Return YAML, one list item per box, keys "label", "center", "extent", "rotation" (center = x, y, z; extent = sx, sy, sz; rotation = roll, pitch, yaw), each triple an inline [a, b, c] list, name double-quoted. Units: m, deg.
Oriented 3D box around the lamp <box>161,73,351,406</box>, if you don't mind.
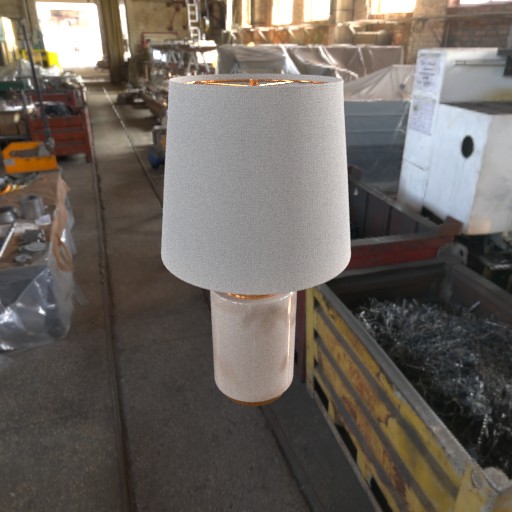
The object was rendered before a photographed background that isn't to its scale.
- label: "lamp"
  center: [0.000, 0.000, 0.456]
  extent: [0.189, 0.340, 0.189]
  rotation: [0, 26, 0]
